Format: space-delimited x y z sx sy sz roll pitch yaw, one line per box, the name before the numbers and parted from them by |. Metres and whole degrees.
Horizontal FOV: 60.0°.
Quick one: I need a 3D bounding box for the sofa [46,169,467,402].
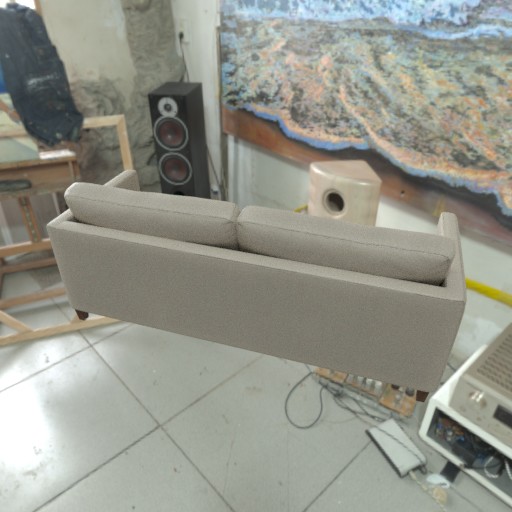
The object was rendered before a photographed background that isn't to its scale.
sofa | 0.000 0.000 2.848 2.361 0.968 0.951 10 35 15
